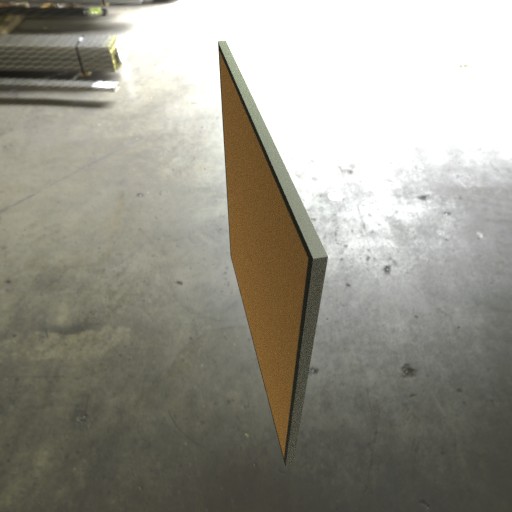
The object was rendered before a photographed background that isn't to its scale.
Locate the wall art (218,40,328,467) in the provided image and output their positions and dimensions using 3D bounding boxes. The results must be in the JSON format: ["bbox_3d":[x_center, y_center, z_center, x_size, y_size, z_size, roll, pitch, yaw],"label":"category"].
[{"bbox_3d":[0.000,0.000,1.170,0.022,0.803,0.805,-9,47,-9],"label":"wall art"}]
